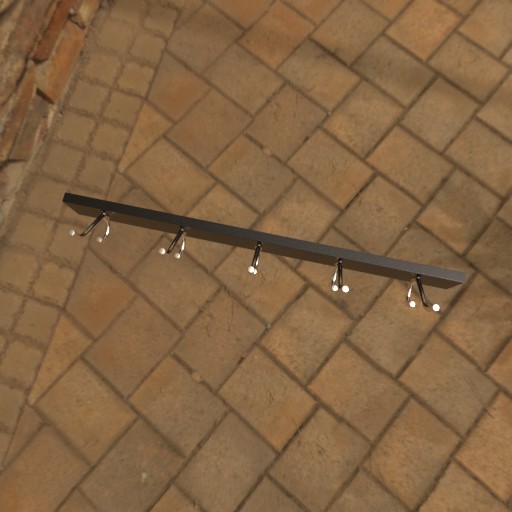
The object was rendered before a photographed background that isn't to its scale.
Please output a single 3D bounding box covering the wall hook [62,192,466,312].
[{"bbox_3d":[0.000,0.000,0.613,0.571,0.117,0.071,12,77,3],"label":"wall hook"}]
